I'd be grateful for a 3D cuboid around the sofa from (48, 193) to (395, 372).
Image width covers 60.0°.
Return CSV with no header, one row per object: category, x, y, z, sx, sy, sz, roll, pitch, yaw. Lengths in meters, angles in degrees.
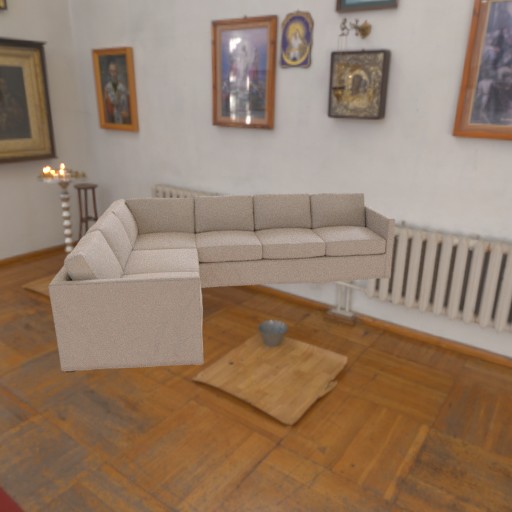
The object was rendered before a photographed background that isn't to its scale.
sofa,0.000,0.000,4.385,3.182,0.871,2.432,-3,18,-8
